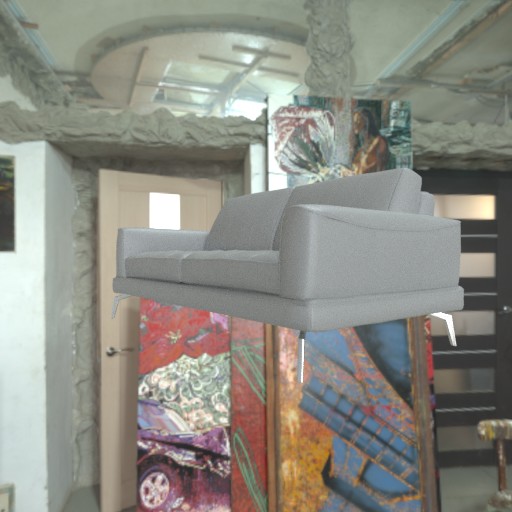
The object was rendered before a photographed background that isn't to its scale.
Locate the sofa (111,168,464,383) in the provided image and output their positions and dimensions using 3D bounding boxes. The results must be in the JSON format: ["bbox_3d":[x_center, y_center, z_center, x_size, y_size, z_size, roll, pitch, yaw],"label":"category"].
[{"bbox_3d":[0.000,0.000,2.761,1.121,0.930,2.177,0,0,-36],"label":"sofa"}]
